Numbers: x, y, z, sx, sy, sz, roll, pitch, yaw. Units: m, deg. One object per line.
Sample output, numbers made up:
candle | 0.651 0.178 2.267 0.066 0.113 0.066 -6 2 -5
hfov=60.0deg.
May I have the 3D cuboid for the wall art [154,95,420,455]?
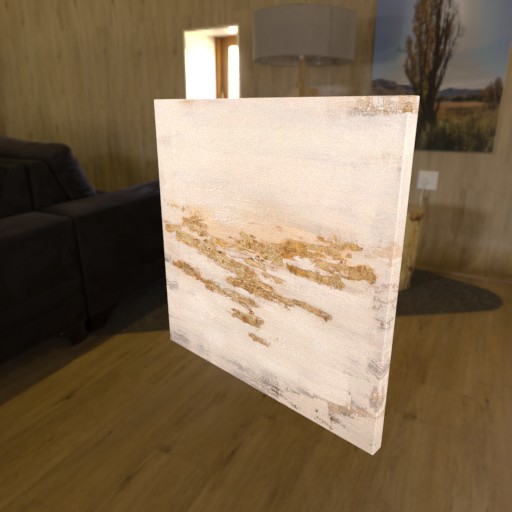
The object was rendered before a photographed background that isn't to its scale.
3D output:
wall art | 0.000 0.000 1.125 0.753 0.755 0.038 17 25 41
